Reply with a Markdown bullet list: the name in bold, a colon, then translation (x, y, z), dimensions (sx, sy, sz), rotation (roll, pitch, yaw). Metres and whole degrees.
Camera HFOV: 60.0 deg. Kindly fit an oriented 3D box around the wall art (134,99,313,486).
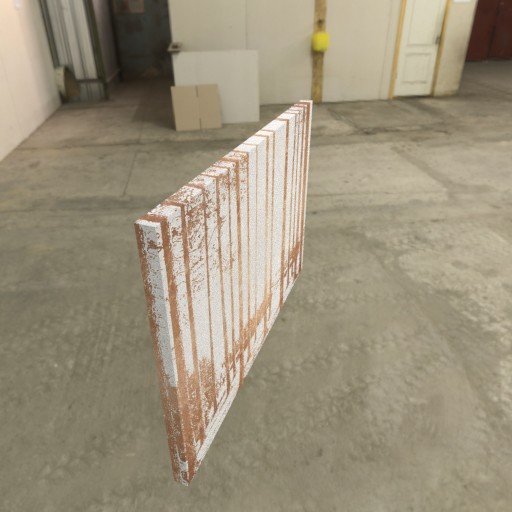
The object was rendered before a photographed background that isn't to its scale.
- **wall art**: translation (0.000, 0.000, 1.149), dimensions (0.035, 0.609, 0.914), rotation (11, 32, 17)
